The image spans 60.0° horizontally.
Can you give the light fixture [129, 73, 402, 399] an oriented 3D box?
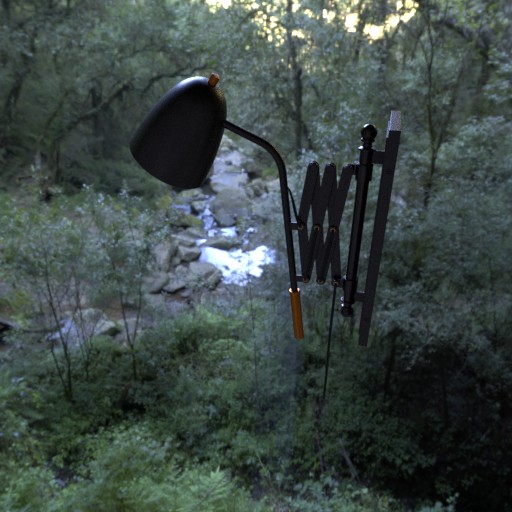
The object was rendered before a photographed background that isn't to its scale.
[{"bbox_3d":[0.000,0.000,0.936,0.499,0.715,0.162,8,30,14],"label":"light fixture"}]
